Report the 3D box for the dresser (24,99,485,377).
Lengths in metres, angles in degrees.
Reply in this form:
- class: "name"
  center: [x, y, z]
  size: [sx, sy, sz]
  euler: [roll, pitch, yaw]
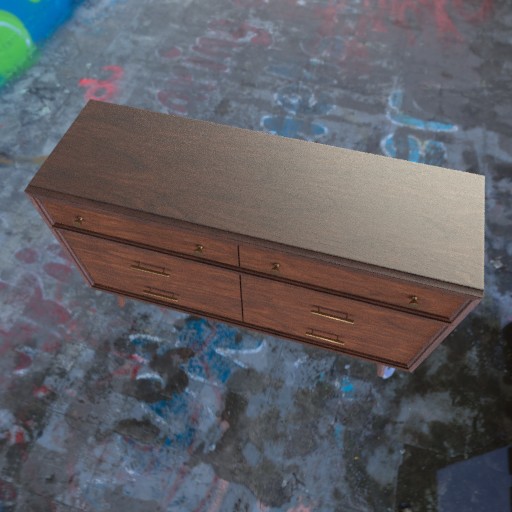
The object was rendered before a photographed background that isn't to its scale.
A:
- class: "dresser"
  center: [0.000, 0.000, 1.859]
  size: [1.472, 0.889, 0.500]
  euler: [13, 59, 8]
